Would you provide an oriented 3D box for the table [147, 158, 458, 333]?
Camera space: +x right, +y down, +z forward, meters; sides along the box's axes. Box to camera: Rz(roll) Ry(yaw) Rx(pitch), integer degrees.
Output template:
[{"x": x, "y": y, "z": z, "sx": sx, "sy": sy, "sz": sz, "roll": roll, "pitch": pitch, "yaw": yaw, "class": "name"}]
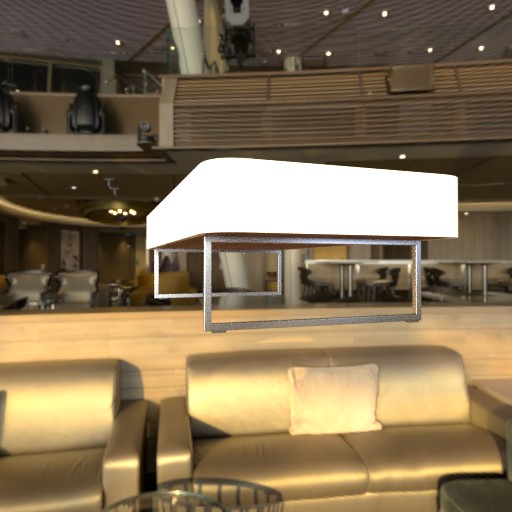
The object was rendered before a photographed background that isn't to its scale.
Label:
[{"x": 0.000, "y": 0.000, "z": 1.455, "sx": 0.600, "sy": 0.340, "sz": 1.200, "roll": 0, "pitch": -1, "yaw": -19, "class": "table"}]
